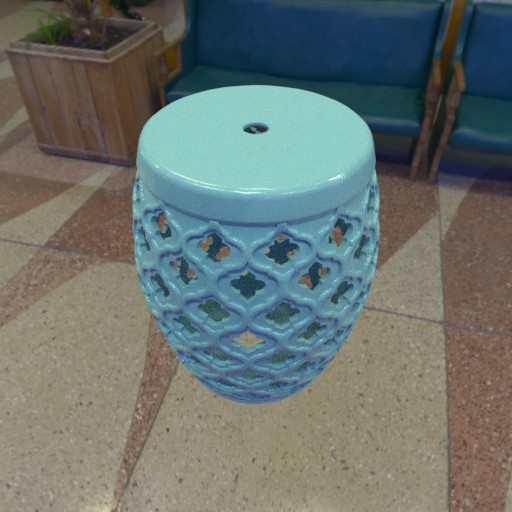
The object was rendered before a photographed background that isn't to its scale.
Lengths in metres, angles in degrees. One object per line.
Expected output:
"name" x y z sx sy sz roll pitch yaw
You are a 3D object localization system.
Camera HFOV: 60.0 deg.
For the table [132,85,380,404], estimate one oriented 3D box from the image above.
"table" 0.000 0.000 0.626 0.325 0.388 0.325 0 42 0
